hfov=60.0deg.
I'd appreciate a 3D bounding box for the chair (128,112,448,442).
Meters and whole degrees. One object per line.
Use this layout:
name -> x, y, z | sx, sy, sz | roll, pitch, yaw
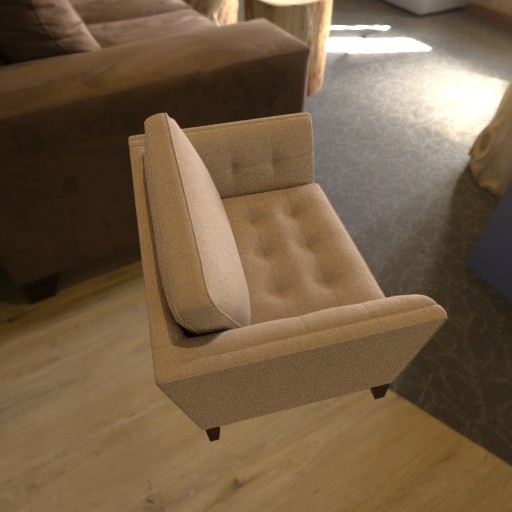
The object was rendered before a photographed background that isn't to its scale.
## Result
chair -> 0.000, 0.000, 2.045 | 0.965, 0.940, 1.397 | -11, 47, -10
